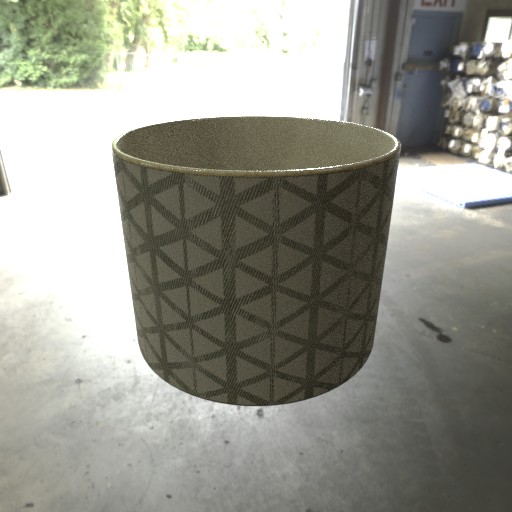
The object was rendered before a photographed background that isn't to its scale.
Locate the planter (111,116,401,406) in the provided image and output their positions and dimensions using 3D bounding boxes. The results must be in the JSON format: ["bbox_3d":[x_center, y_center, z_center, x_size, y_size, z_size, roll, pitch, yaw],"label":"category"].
[{"bbox_3d":[0.000,0.000,0.341,0.190,0.181,0.190,0,26,0],"label":"planter"}]
